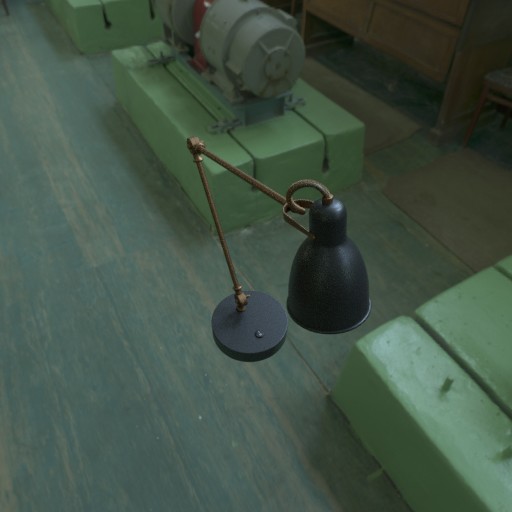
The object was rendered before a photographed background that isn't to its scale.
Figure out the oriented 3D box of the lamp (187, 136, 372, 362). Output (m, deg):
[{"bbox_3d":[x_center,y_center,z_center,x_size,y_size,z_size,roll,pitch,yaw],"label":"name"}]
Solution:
[{"bbox_3d":[0.000,0.000,0.879,0.187,0.587,0.561,-24,51,-21],"label":"lamp"}]
